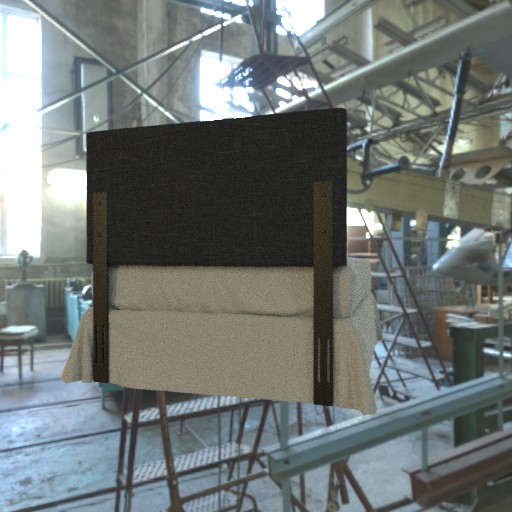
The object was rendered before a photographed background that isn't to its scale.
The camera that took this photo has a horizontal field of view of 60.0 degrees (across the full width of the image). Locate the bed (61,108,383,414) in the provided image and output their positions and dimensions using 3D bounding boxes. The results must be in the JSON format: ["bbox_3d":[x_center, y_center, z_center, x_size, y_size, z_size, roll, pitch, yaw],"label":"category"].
[{"bbox_3d":[0.000,0.000,3.528,1.936,1.577,2.222,0,0,17],"label":"bed"}]
